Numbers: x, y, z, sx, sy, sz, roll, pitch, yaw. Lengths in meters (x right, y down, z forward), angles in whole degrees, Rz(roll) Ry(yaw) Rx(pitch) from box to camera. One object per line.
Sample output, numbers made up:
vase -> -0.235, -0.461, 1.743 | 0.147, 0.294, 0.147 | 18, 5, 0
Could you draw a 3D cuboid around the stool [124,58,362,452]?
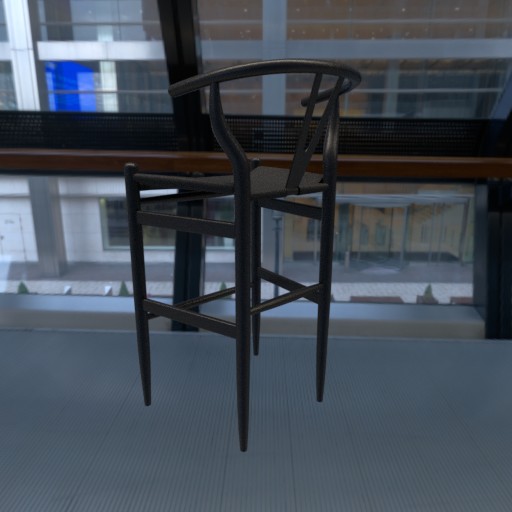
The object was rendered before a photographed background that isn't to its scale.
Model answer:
stool -> 0.000, 0.000, 1.395 | 0.569, 1.072, 0.579 | -14, 20, -43
